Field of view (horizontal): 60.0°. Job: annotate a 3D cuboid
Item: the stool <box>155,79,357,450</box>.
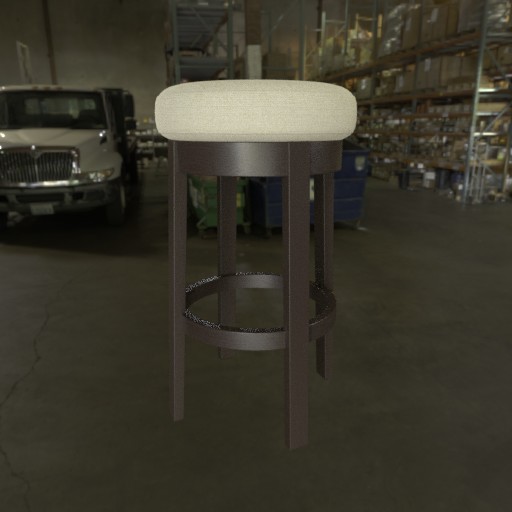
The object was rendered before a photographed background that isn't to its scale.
[{"bbox_3d":[0.000,0.000,1.050,0.446,0.758,0.446,0,16,0],"label":"stool"}]
